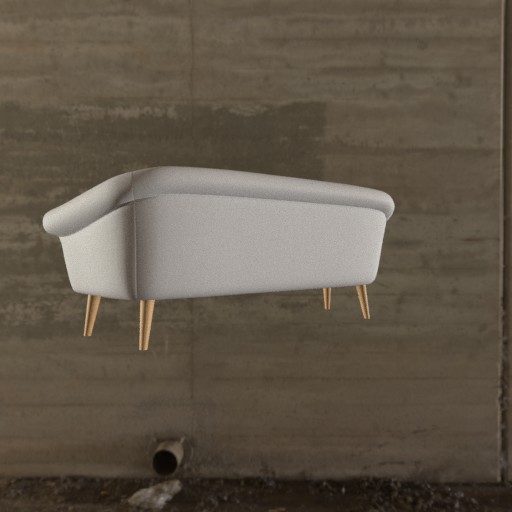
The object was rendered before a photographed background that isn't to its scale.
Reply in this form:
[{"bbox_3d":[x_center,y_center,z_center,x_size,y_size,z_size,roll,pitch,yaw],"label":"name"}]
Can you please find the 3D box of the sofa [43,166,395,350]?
[{"bbox_3d":[0.000,0.000,2.605,2.160,0.795,0.827,-1,1,-36],"label":"sofa"}]
